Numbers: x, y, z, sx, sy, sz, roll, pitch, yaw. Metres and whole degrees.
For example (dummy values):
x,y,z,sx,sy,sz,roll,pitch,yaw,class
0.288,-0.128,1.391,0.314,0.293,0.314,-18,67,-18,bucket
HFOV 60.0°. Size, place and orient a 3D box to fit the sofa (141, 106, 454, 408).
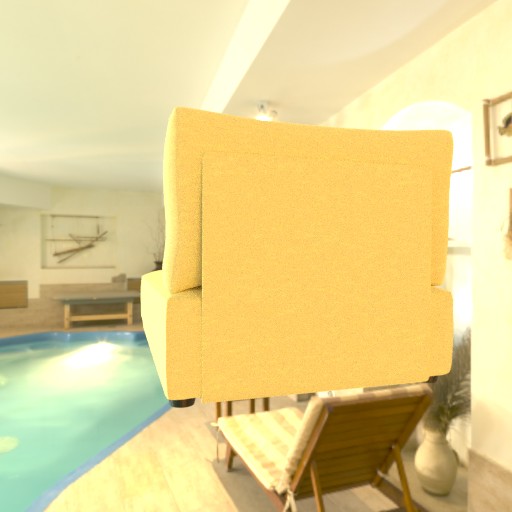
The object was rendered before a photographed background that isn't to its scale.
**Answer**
x,y,z,sx,sy,sz,roll,pitch,yaw,class
0.000,0.000,1.968,0.930,0.820,1.450,0,0,-17,sofa
